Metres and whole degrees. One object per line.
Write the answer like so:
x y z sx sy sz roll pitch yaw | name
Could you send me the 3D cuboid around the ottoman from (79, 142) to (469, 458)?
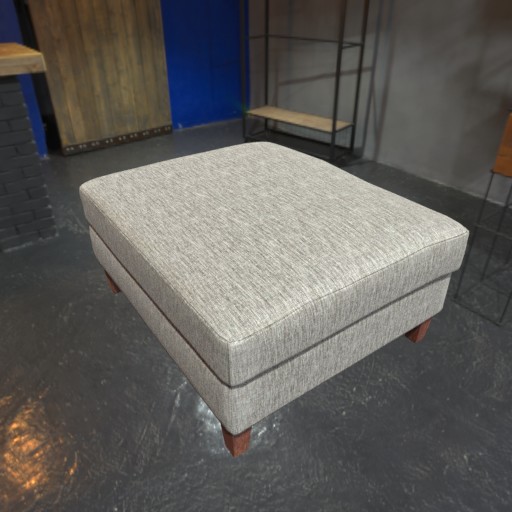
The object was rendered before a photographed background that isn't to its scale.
0.000 0.000 1.493 0.839 0.492 0.994 -21 38 -29 | ottoman
